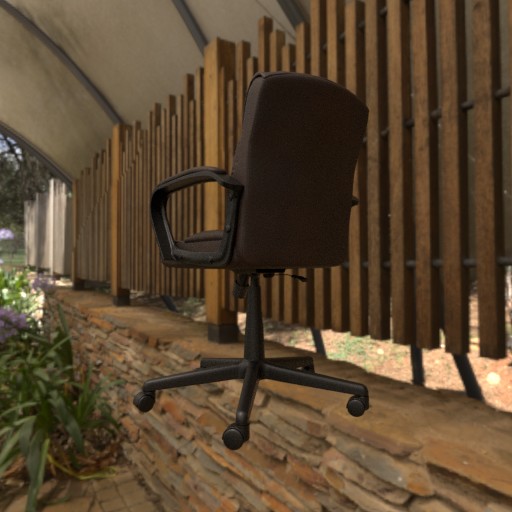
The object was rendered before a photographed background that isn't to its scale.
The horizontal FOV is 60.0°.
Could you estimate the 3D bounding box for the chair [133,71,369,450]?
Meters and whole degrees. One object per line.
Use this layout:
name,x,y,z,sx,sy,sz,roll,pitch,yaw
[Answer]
chair,0.000,0.000,1.523,0.739,1.004,0.717,1,-1,-37
